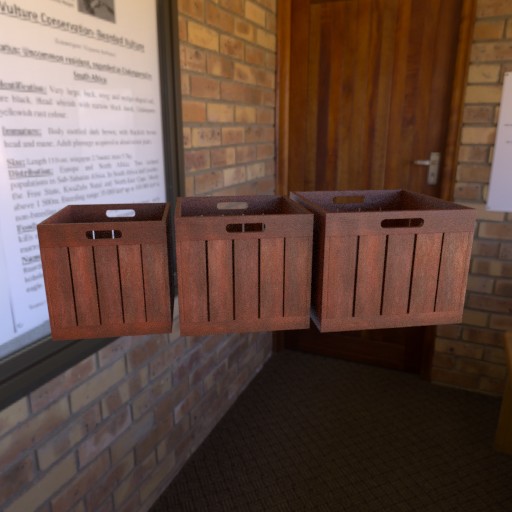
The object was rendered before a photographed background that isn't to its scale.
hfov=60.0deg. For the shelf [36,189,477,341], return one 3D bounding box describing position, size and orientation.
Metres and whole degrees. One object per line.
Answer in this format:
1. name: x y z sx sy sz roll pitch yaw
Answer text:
1. shelf: 0.000 0.000 1.267 1.064 0.311 0.393 -2 16 -8
